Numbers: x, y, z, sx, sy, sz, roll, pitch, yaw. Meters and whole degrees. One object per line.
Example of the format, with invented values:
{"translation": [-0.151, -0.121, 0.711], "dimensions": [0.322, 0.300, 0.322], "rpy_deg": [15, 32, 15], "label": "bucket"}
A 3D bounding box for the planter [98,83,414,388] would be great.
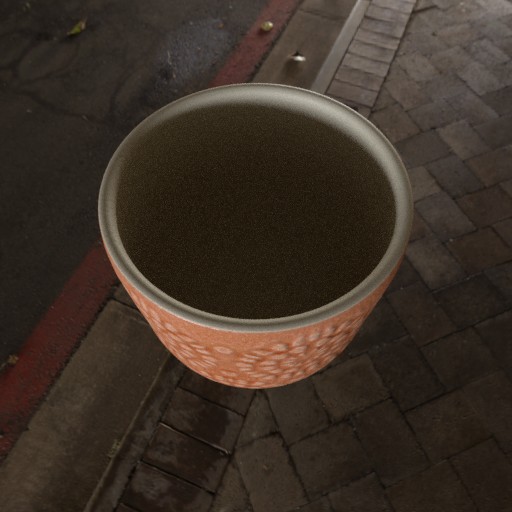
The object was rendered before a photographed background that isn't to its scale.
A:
{"translation": [0.000, 0.000, 0.220], "dimensions": [0.124, 0.109, 0.124], "rpy_deg": [0, 59, 0], "label": "planter"}
